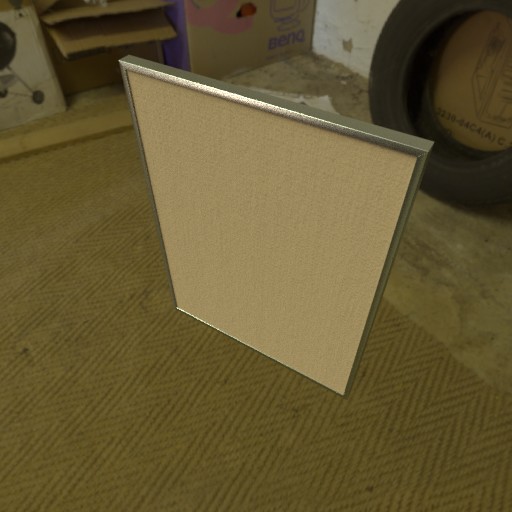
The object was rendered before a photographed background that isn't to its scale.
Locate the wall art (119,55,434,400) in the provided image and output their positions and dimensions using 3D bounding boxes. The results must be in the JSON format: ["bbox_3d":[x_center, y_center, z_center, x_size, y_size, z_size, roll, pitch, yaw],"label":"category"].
[{"bbox_3d":[0.000,0.000,1.395,0.803,1.062,0.041,24,51,21],"label":"wall art"}]
